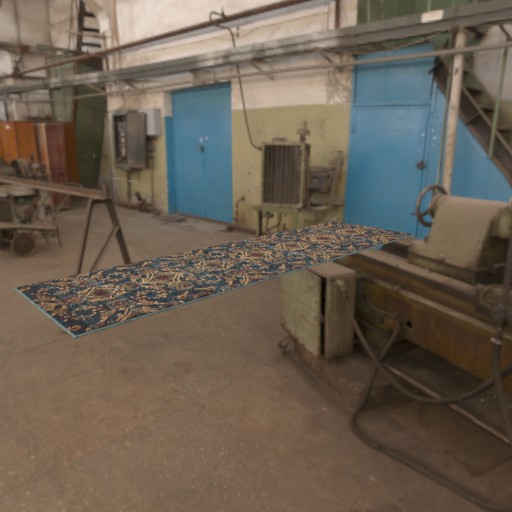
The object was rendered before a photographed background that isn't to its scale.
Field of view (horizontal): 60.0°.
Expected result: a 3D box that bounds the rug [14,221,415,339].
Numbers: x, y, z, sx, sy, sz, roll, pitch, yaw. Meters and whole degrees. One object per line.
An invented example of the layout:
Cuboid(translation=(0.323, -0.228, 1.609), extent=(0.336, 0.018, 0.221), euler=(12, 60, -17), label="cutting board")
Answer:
Cuboid(translation=(0.000, 0.000, 2.472), extent=(2.292, 0.014, 0.685), euler=(-14, 21, -41), label="rug")
